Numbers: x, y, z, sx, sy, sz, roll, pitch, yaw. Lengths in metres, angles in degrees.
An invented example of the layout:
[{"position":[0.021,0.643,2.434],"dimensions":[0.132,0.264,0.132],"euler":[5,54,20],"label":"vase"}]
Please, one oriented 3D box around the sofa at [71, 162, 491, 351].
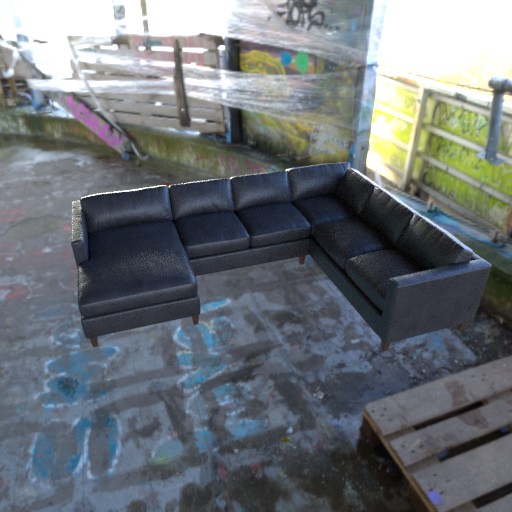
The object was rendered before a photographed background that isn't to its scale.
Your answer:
[{"position":[0.000,0.000,4.358],"dimensions":[3.324,0.891,2.452],"euler":[-10,34,-16],"label":"sofa"}]
